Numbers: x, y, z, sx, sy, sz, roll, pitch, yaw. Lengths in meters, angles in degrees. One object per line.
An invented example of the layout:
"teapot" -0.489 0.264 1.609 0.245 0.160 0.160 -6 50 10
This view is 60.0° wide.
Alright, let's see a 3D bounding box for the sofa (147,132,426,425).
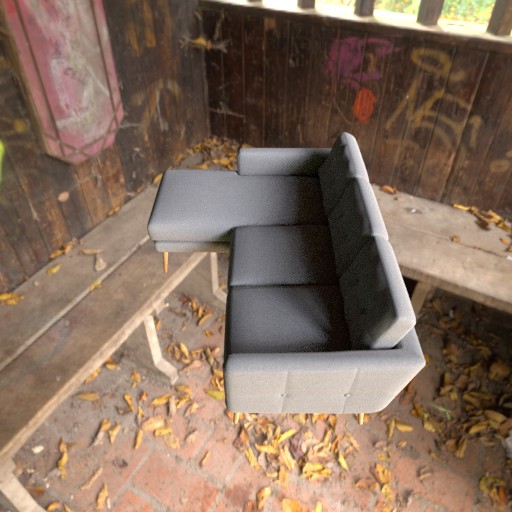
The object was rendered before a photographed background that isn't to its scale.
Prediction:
"sofa" 0.000 0.000 2.851 1.530 0.860 2.040 0 42 0
